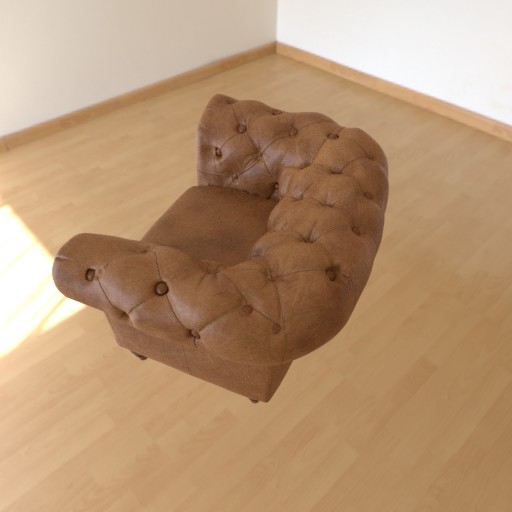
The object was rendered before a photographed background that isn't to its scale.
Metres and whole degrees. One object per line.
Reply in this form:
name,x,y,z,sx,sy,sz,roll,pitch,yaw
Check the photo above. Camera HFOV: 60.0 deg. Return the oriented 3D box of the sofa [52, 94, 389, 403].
sofa,0.000,0.000,2.028,1.033,0.878,1.405,16,47,15
